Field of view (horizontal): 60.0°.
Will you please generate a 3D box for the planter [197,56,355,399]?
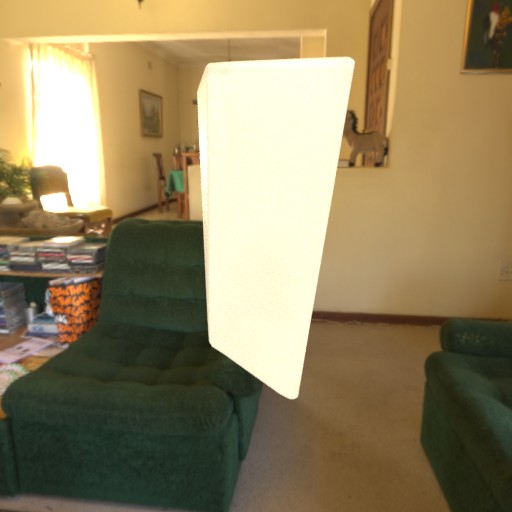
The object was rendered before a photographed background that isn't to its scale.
[{"bbox_3d":[0.000,0.000,0.267,0.060,0.197,0.150,-2,14,-9],"label":"planter"}]
